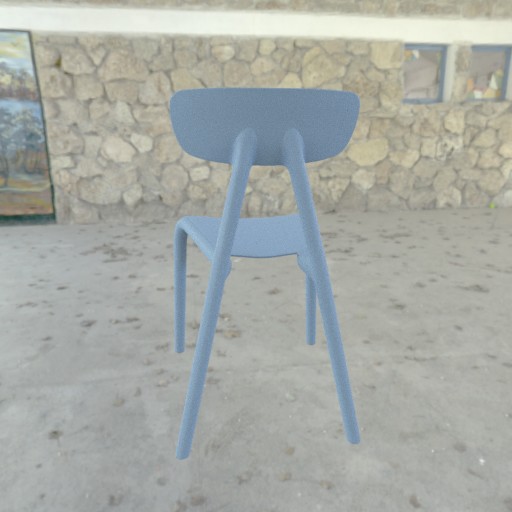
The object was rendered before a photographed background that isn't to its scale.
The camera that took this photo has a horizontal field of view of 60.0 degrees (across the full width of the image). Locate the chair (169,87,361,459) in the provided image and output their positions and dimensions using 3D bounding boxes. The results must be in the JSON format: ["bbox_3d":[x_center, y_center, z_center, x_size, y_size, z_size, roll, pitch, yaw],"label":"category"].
[{"bbox_3d":[0.000,0.000,0.862,0.356,0.580,0.401,-2,15,-7],"label":"chair"}]
